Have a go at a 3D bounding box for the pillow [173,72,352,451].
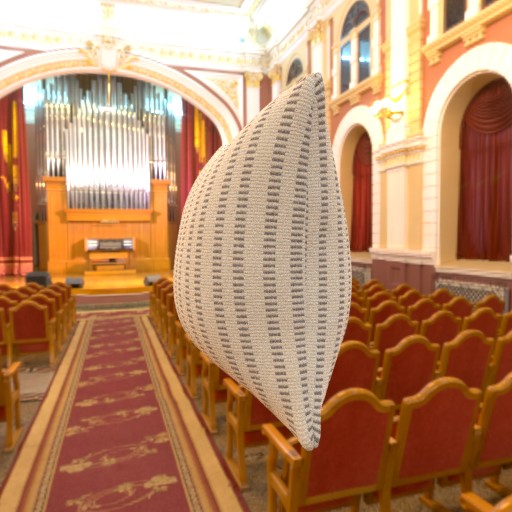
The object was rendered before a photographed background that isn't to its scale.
[{"bbox_3d":[0.000,0.000,0.690,0.247,0.419,0.438,-1,3,-17],"label":"pillow"}]
